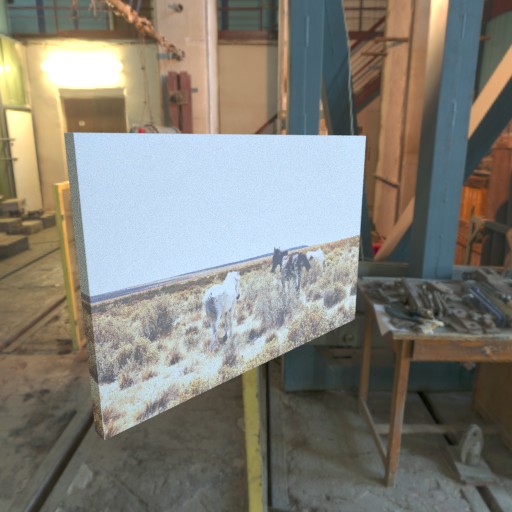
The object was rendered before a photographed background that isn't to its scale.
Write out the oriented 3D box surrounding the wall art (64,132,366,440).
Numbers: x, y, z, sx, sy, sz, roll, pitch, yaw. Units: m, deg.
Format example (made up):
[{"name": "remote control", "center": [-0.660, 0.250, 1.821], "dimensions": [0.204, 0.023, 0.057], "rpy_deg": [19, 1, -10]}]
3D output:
[{"name": "wall art", "center": [0.000, 0.000, 1.443], "dimensions": [1.138, 0.761, 0.051], "rpy_deg": [-14, 20, -42]}]
